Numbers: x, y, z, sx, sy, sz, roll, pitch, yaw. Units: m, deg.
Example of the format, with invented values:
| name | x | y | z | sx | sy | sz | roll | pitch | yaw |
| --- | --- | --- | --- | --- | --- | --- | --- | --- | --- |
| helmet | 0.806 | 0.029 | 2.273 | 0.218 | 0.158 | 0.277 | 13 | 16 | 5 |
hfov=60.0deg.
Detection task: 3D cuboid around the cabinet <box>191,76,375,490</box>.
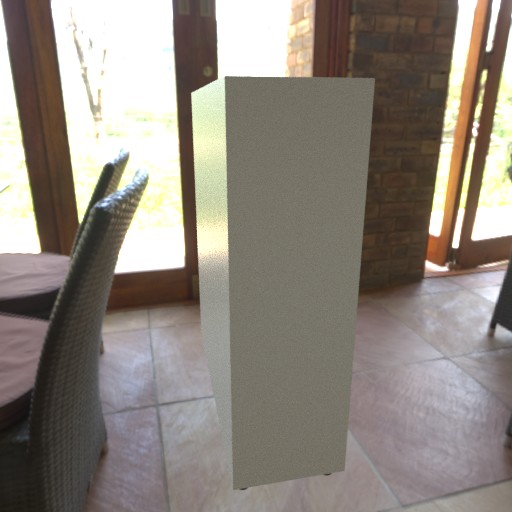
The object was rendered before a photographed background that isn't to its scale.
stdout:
| name | x | y | z | sx | sy | sz | roll | pitch | yaw |
| --- | --- | --- | --- | --- | --- | --- | --- | --- | --- |
| cabinet | 0.000 | 0.000 | 1.619 | 0.348 | 1.150 | 0.990 | -4 | 19 | -11 |
